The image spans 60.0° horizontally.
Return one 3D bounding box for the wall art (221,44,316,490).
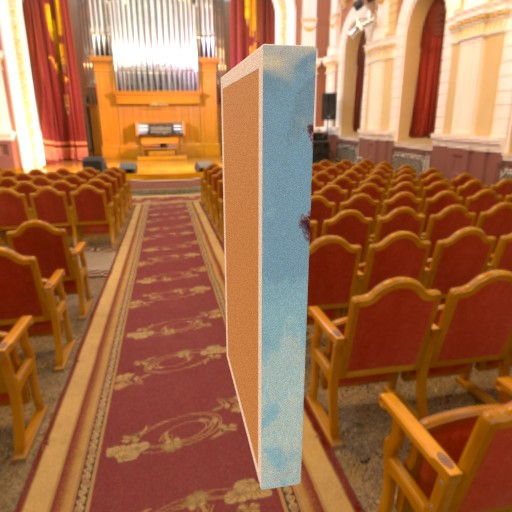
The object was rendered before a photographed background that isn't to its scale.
[{"bbox_3d":[0.000,0.000,0.478,0.039,0.380,0.251,-3,17,-10],"label":"wall art"}]
